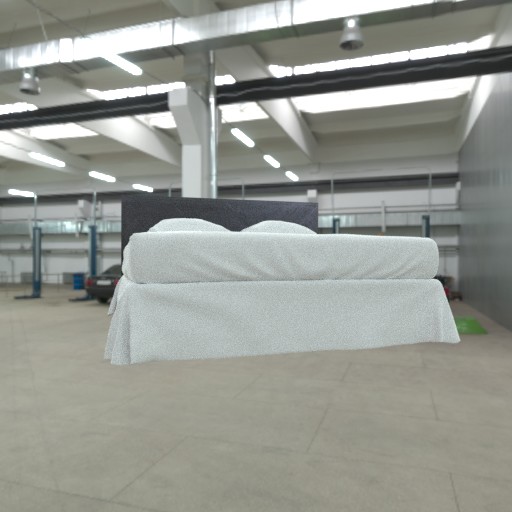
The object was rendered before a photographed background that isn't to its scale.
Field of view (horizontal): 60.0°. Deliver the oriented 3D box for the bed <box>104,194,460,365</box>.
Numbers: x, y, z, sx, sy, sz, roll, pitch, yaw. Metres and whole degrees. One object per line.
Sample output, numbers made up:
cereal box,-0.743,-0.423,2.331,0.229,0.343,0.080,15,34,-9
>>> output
bed,0.000,0.000,3.478,2.255,1.158,2.165,0,-1,-17
